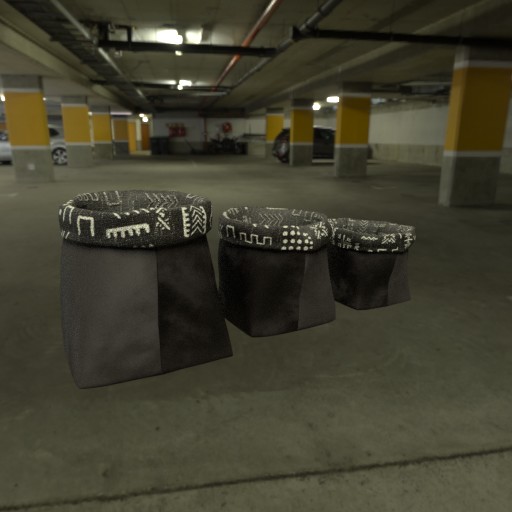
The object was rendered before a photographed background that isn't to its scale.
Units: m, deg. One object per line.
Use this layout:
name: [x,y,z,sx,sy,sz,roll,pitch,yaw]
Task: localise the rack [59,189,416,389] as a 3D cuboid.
rack: [0.000,0.000,1.093,0.905,0.323,0.379,-8,17,-26]
